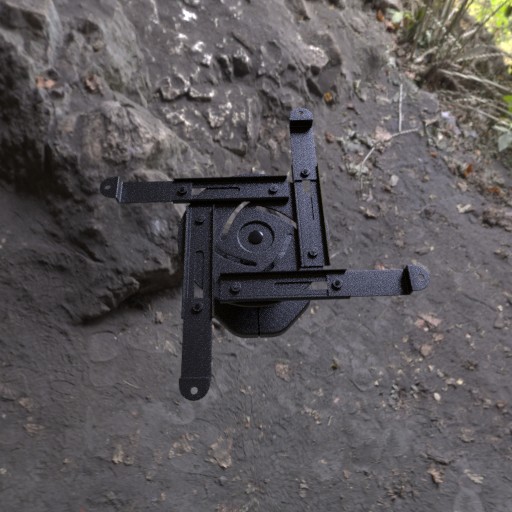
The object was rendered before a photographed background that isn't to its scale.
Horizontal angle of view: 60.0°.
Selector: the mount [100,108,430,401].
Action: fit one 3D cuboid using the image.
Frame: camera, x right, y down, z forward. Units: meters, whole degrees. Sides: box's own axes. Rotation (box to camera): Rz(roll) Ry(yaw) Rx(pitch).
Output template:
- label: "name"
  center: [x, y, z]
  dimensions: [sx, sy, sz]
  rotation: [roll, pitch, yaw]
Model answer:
- label: "mount"
  center: [0.000, 0.000, 0.599]
  dimensions: [0.394, 0.141, 0.394]
  rotation: [-2, 63, -1]
